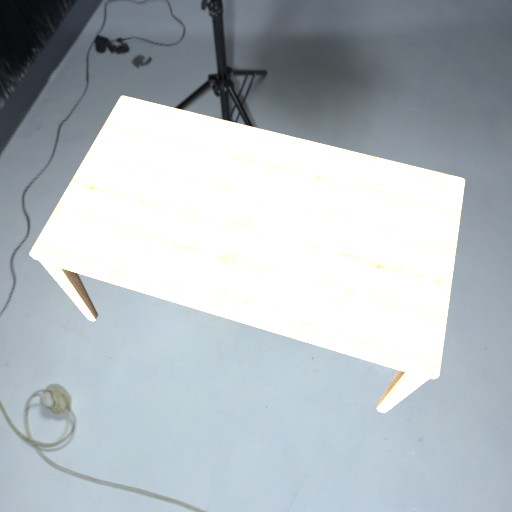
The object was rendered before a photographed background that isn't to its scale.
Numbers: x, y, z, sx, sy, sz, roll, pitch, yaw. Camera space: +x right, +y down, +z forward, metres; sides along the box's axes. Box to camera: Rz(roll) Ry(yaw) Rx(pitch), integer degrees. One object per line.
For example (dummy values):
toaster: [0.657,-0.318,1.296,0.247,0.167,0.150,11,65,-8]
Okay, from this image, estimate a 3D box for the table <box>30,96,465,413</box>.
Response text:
table: [0.000,0.000,2.090,1.600,0.760,0.900,16,66,7]
